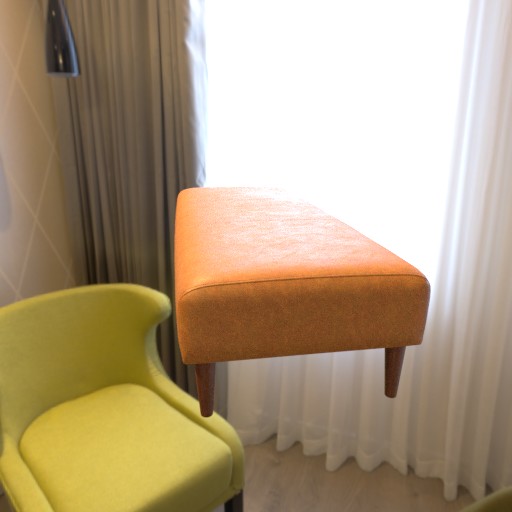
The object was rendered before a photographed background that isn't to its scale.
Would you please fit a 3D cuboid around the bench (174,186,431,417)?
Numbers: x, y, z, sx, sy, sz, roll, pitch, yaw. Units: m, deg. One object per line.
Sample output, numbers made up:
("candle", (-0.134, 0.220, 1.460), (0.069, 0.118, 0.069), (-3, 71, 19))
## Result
("bench", (0.000, 0.000, 1.835), (0.653, 0.399, 1.610), (-3, 17, -9))
